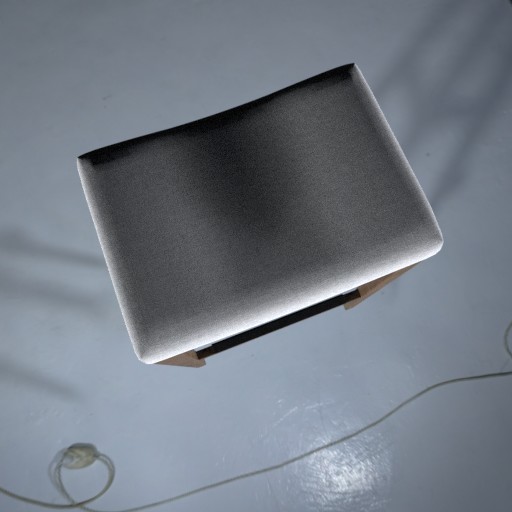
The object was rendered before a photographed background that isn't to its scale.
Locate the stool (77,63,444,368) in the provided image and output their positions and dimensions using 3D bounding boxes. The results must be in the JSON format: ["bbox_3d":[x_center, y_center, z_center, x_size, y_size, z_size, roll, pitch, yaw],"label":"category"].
[{"bbox_3d":[0.000,0.000,1.015,0.508,0.762,0.356,-20,78,-5],"label":"stool"}]
